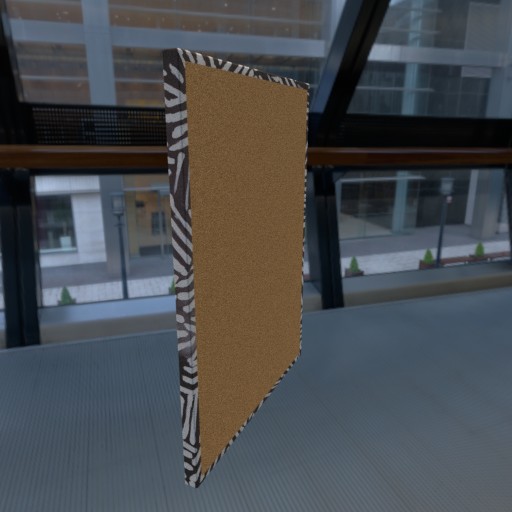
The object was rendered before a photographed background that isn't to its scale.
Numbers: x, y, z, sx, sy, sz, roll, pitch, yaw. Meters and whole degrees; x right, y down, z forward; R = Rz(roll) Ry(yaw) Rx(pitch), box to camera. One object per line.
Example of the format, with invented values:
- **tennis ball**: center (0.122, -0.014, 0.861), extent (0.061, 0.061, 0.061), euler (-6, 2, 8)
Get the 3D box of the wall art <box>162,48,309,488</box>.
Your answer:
- **wall art**: center (0.000, 0.000, 1.313), extent (0.038, 1.017, 0.765), euler (7, 17, 24)
